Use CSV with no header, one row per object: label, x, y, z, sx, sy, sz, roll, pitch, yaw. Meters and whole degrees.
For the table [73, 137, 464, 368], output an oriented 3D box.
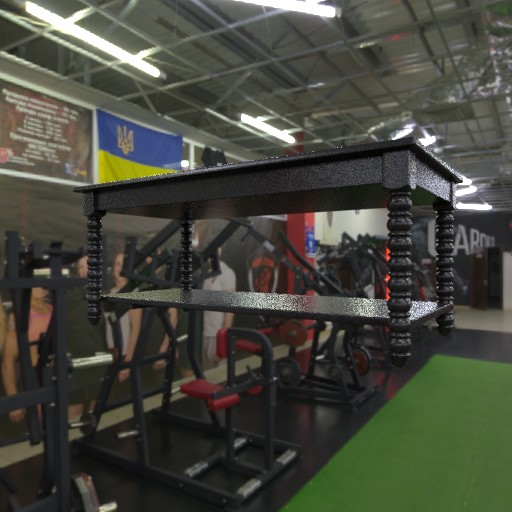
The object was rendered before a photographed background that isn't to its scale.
table,0.000,0.000,1.464,1.171,0.487,0.580,0,0,34
